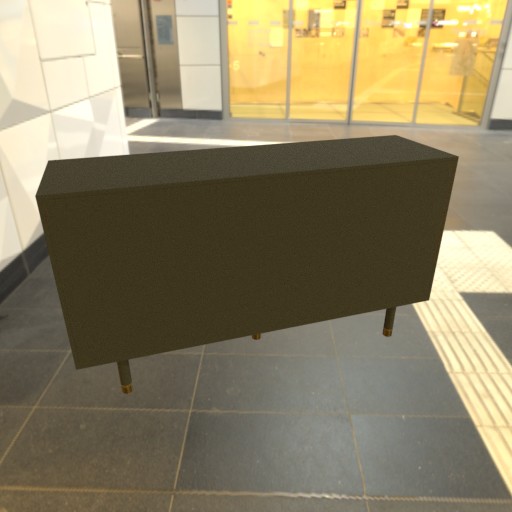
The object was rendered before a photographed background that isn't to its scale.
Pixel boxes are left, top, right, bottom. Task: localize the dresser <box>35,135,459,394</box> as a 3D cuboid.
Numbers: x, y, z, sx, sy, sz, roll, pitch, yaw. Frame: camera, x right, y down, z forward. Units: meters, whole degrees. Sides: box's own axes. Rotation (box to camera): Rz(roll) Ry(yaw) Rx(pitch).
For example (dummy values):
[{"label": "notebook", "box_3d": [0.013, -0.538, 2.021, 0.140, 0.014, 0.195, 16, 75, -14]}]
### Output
[{"label": "dresser", "box_3d": [0.000, 0.000, 1.952, 1.558, 0.872, 0.463, -8, 28, -16]}]
